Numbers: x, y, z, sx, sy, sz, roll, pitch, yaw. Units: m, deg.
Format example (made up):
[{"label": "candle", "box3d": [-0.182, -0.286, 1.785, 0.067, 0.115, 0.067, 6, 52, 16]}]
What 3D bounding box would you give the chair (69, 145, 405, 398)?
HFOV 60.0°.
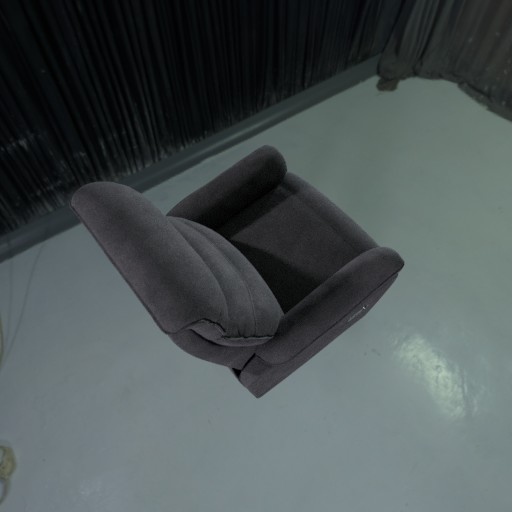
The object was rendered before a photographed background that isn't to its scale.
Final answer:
[{"label": "chair", "box3d": [0.000, 0.000, 1.758, 1.009, 1.035, 0.830, -34, 64, -20]}]
